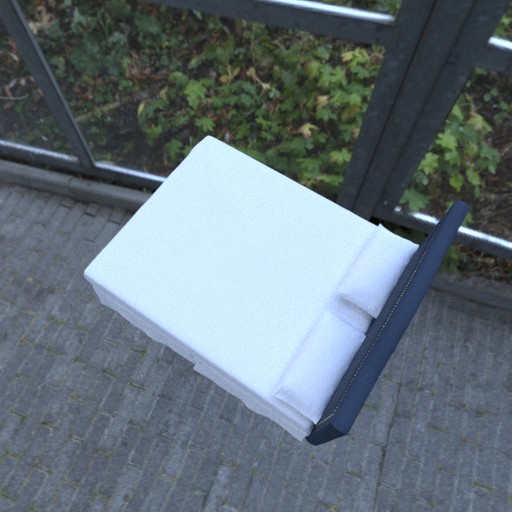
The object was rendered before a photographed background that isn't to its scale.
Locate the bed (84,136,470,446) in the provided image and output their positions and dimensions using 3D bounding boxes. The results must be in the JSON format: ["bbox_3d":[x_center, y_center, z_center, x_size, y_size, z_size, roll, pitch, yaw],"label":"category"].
[{"bbox_3d":[0.000,0.000,3.459,2.282,1.436,1.821,31,69,14],"label":"bed"}]
